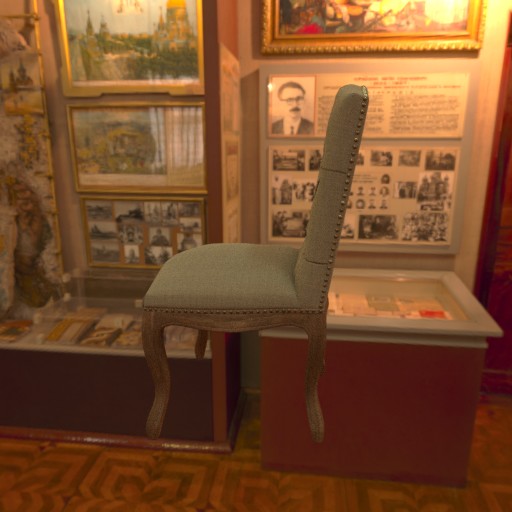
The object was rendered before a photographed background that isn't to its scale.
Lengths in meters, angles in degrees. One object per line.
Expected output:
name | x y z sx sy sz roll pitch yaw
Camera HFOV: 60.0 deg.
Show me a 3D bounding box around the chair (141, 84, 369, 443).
chair | 0.000 0.000 1.651 0.731 1.191 0.637 2 15 9
